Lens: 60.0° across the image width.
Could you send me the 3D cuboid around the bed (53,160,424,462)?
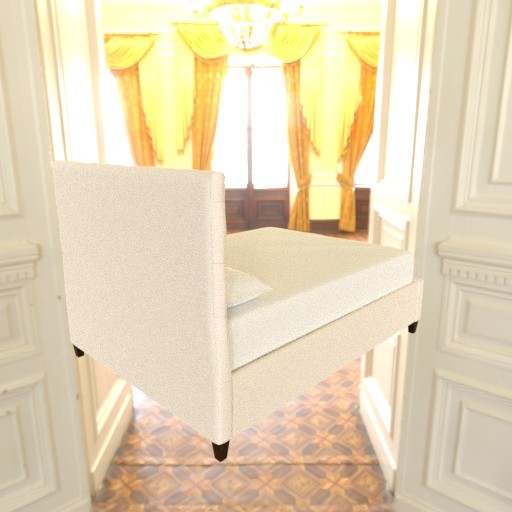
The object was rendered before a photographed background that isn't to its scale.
[{"bbox_3d":[0.000,0.000,3.333,1.696,1.426,2.233,14,20,43],"label":"bed"}]
